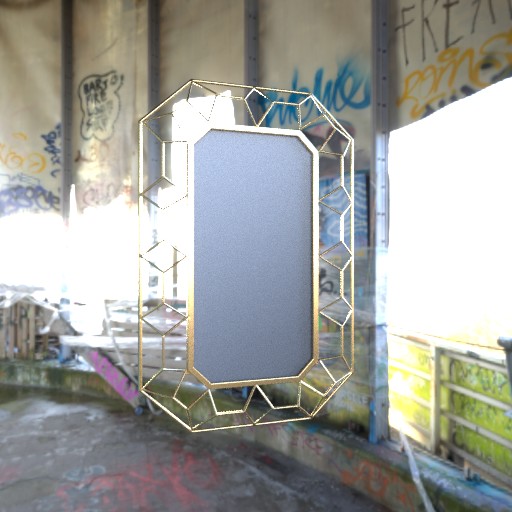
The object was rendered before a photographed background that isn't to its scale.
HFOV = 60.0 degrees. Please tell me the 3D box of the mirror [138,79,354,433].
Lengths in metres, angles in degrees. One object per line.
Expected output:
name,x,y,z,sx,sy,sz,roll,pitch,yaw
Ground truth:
mirror,0.000,0.000,1.114,0.572,0.870,0.051,0,0,-17
